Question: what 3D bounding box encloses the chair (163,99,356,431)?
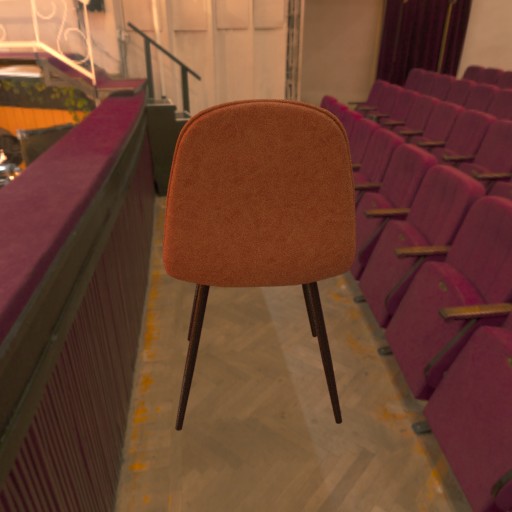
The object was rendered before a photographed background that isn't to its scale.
[{"bbox_3d":[0.000,0.000,1.215,0.472,0.889,0.561,-1,27,-3],"label":"chair"}]
